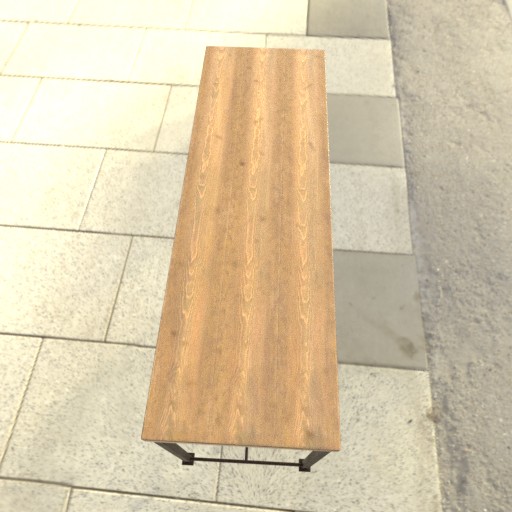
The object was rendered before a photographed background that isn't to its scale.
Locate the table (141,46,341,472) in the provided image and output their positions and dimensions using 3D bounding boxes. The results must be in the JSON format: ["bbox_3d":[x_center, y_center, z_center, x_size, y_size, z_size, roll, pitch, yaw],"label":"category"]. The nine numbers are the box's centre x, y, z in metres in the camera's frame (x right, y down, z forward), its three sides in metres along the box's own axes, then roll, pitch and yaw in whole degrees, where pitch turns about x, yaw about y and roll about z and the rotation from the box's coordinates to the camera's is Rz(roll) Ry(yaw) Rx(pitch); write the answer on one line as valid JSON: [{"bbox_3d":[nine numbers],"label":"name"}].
[{"bbox_3d":[0.000,0.000,2.014,0.551,0.902,1.700,3,61,1],"label":"table"}]
